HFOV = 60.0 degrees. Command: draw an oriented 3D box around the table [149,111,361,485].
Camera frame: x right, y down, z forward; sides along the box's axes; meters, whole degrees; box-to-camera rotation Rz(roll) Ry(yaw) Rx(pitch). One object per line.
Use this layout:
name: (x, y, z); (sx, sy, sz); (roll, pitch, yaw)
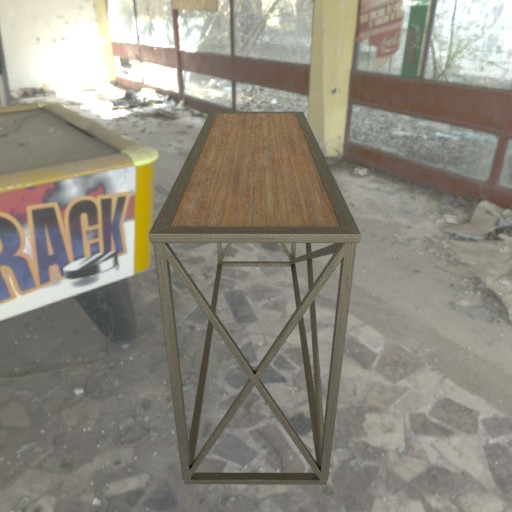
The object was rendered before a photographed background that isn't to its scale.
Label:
table: (0.000, 0.000, 1.549); (0.402, 0.753, 1.216); (0, 28, 0)
